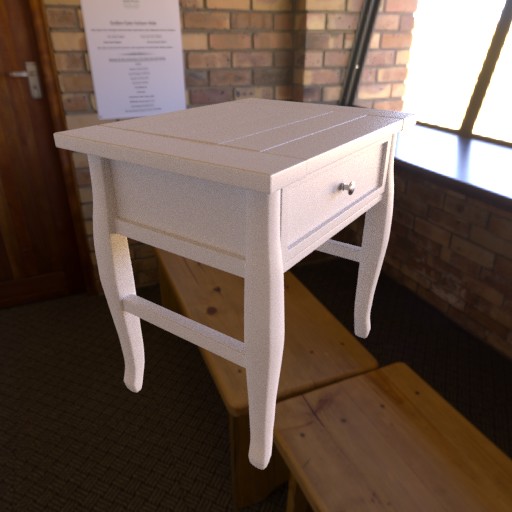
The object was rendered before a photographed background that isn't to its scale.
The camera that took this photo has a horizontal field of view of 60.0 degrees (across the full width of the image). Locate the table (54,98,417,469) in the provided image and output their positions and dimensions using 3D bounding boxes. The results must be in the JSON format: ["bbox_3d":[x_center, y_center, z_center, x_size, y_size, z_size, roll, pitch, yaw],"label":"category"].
[{"bbox_3d":[0.000,0.000,1.023,0.463,0.605,0.599,17,31,31],"label":"table"}]
